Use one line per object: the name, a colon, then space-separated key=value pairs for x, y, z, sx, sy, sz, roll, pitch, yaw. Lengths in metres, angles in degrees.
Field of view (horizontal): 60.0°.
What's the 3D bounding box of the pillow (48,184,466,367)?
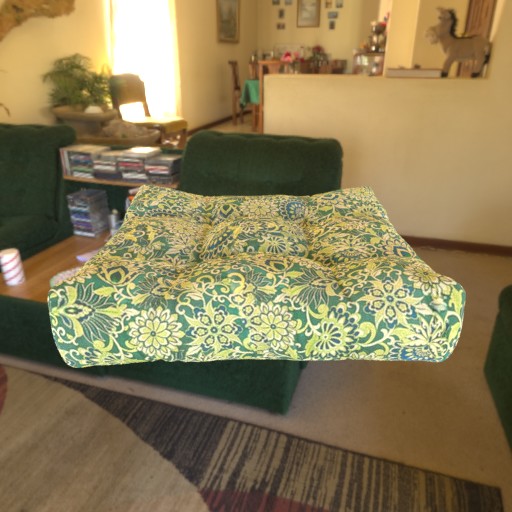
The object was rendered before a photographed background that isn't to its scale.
pillow: x=0.000 y=0.000 z=0.719 sx=0.490 sy=0.128 sz=0.468 roll=0 pitch=25 yaw=0
